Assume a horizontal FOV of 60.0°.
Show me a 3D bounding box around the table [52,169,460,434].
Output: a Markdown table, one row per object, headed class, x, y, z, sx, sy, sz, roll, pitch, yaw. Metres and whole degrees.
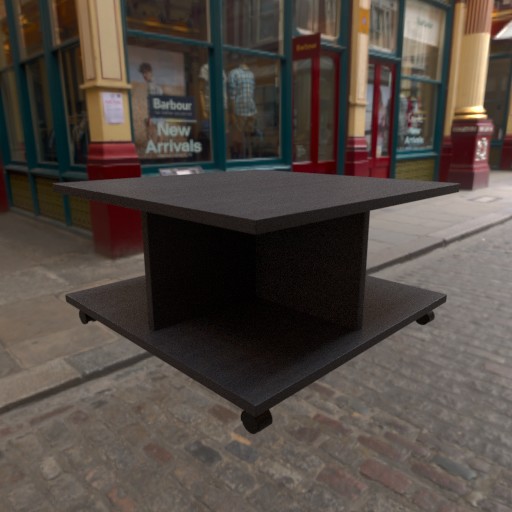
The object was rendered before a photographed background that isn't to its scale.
| class | x | y | z | sx | sy | sz | roll | pitch | yaw |
| --- | --- | --- | --- | --- | --- | --- | --- | --- | --- |
| table | 0.000 | 0.000 | 1.220 | 0.762 | 0.396 | 0.762 | -14 | 21 | -43 |
